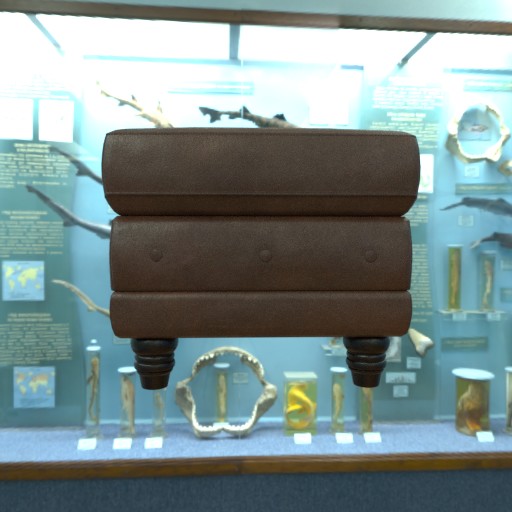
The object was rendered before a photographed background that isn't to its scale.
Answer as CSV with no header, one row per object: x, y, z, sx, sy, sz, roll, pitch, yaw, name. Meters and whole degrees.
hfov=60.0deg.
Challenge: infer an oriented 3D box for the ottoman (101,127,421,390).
0.000,0.000,1.191,0.588,0.509,0.795,0,1,-2,ottoman
